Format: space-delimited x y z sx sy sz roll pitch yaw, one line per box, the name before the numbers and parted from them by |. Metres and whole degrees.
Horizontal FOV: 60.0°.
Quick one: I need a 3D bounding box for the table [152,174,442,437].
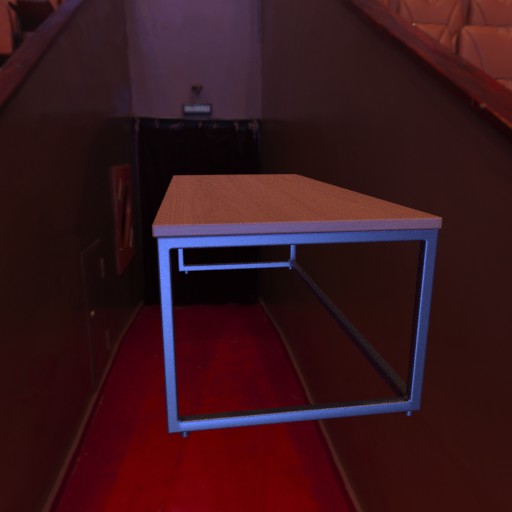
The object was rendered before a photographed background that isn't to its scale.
table | 0.000 0.000 1.319 0.500 0.400 1.100 -2 15 -8
